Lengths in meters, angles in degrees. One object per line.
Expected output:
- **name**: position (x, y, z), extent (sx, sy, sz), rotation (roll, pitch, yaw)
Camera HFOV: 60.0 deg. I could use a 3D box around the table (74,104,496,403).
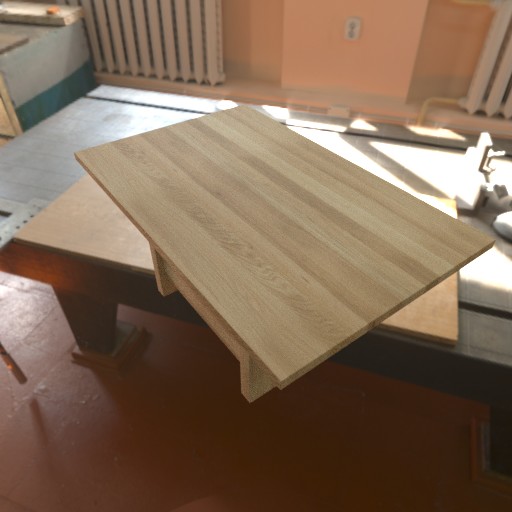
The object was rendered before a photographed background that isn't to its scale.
- **table**: position (0.000, 0.000, 1.466), extent (0.700, 0.510, 1.100), rotation (-26, 47, -27)
